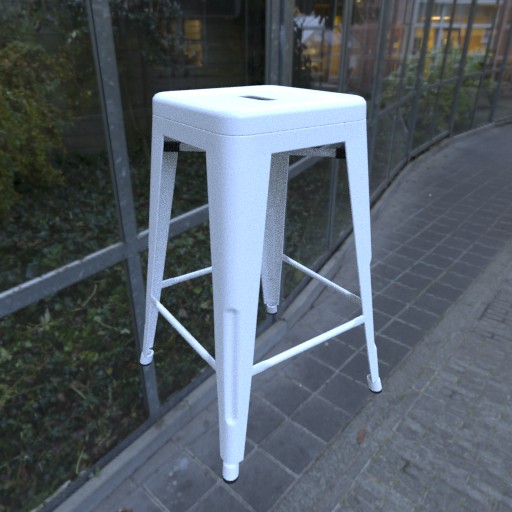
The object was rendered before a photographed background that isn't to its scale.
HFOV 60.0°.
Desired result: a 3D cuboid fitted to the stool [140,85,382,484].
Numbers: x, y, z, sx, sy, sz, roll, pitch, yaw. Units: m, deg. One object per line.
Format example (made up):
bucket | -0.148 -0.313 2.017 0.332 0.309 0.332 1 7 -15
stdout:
stool | 0.000 0.000 0.885 0.406 0.610 0.406 -17 31 -31
